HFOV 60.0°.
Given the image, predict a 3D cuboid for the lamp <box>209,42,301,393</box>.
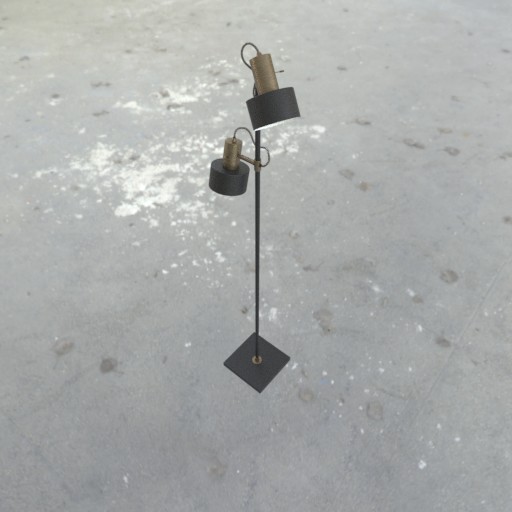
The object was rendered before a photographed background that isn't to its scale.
[{"bbox_3d":[0.000,0.000,1.630,0.315,1.505,0.233,31,54,26],"label":"lamp"}]
